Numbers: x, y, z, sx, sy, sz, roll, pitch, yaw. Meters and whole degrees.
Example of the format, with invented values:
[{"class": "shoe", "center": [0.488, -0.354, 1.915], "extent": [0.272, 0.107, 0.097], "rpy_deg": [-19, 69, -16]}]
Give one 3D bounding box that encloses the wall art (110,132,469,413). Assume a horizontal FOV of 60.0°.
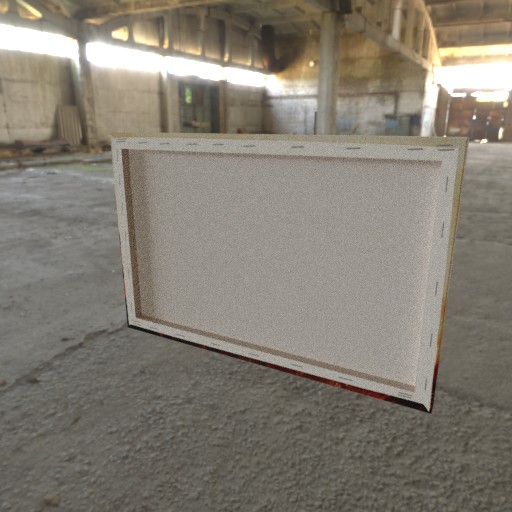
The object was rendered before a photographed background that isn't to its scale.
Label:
[{"class": "wall art", "center": [0.000, 0.000, 1.136], "extent": [0.918, 0.602, 0.038], "rpy_deg": [9, 19, 27]}]
